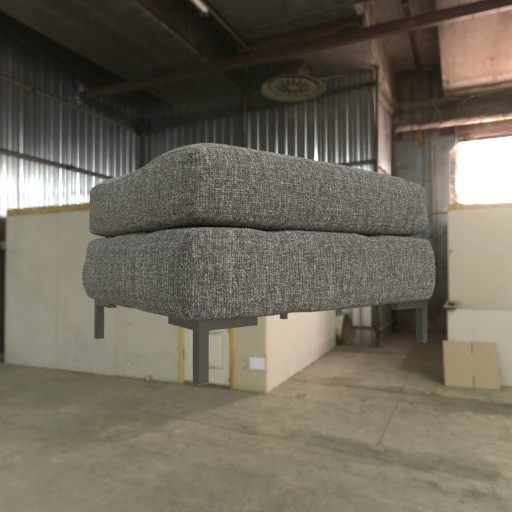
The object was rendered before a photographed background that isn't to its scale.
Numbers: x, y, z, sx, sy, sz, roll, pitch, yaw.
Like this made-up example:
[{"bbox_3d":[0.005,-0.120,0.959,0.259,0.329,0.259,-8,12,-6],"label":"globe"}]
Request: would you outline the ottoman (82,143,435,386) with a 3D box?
[{"bbox_3d":[0.000,0.000,1.268,0.828,0.480,0.683,0,-1,-37],"label":"ottoman"}]
